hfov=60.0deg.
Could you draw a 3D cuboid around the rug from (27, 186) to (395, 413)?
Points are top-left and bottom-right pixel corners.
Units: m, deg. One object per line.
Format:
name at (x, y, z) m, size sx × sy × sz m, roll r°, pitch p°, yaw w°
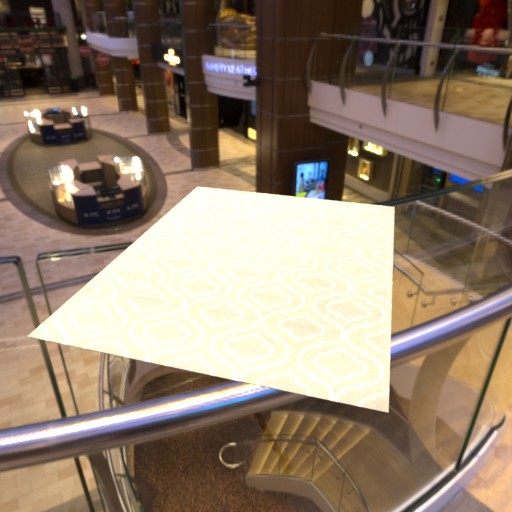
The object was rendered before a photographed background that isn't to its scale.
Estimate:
rug at (0.000, 0.000, 3.837) m, size 2.283 × 0.006 × 2.892 m, roll 8°, pitch 30°, yaw 14°
